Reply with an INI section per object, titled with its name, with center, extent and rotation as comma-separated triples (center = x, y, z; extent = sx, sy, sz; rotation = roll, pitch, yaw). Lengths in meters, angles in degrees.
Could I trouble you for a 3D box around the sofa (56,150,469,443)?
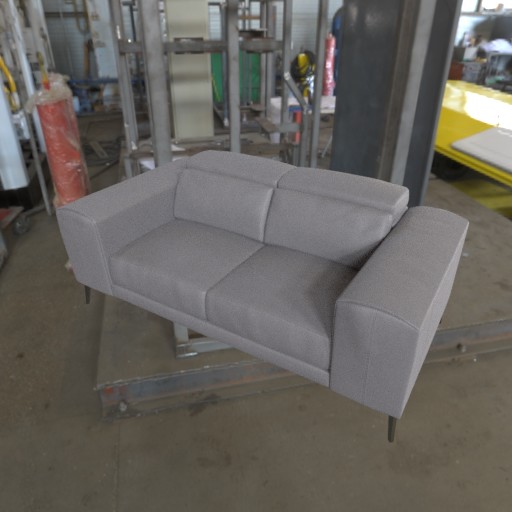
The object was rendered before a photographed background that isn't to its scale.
[sofa]
center = 0.000, 0.000, 2.356
extent = 1.895, 0.779, 1.003
rotation = 17, 34, 27
